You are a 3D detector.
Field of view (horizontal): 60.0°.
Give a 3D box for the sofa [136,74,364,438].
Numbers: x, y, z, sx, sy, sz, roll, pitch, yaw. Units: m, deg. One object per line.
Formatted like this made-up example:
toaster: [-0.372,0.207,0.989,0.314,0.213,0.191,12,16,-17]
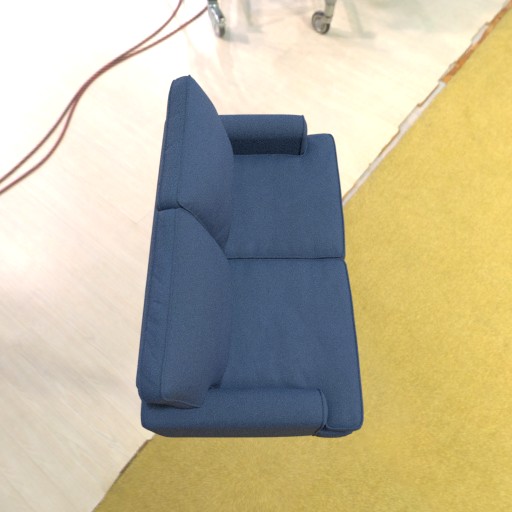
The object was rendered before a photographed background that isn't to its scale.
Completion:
sofa: [0.000,0.000,2.214,0.965,0.965,1.651,0,64,0]
